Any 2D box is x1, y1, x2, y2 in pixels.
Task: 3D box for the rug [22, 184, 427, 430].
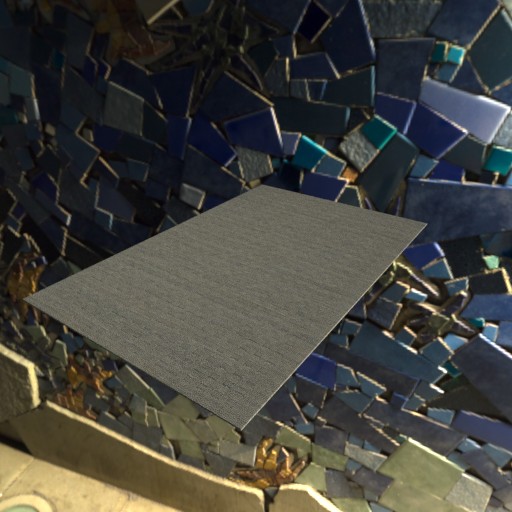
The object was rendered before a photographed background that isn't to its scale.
[{"bbox_3d":[0.000,0.000,2.183,1.142,0.006,1.752,19,34,31],"label":"rug"}]
